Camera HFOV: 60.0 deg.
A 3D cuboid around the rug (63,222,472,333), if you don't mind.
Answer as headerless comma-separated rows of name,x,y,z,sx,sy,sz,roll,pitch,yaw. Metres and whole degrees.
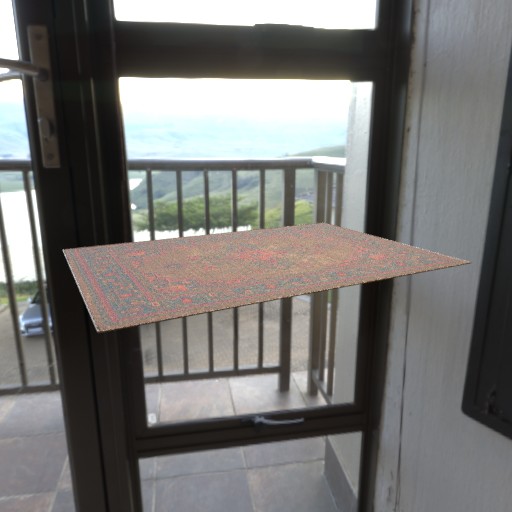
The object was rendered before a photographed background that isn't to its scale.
rug,0.000,0.000,3.786,2.890,0.013,2.005,-8,17,-27
